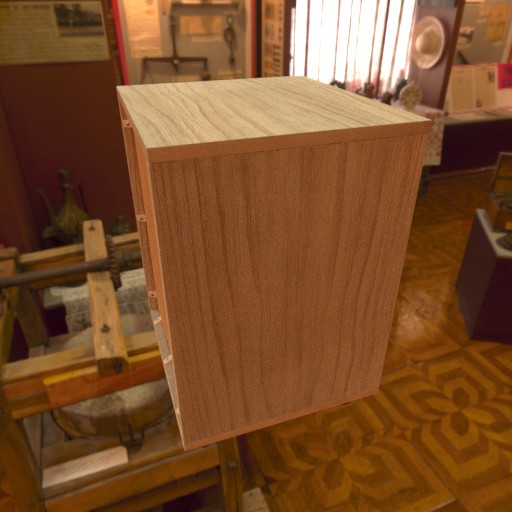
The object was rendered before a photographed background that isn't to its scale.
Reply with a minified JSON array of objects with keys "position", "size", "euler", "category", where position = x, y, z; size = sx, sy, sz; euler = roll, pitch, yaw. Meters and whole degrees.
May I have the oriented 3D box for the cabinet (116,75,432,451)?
[{"position":[0.000,0.000,0.856],"size":[0.401,0.579,0.409],"euler":[-10,32,-17],"category":"cabinet"}]
